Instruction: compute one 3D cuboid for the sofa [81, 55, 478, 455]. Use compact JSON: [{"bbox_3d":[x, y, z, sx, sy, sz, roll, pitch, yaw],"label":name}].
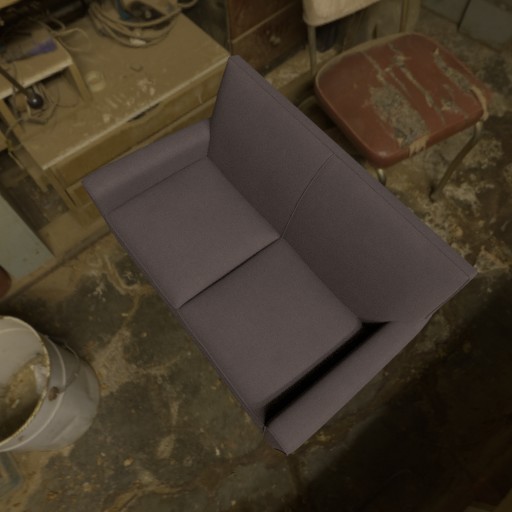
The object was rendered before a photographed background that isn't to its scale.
[{"bbox_3d":[0.000,0.000,1.983,0.871,0.846,1.420,-36,69,-16],"label":"sofa"}]
